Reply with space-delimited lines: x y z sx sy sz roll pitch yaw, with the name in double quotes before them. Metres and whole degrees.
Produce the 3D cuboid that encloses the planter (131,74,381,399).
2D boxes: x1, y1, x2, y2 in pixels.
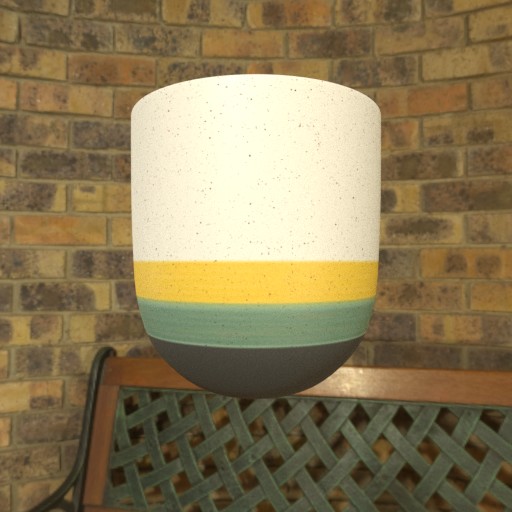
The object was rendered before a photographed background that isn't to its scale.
"planter" 0.000 0.000 0.358 0.195 0.214 0.195 0 -1 0
